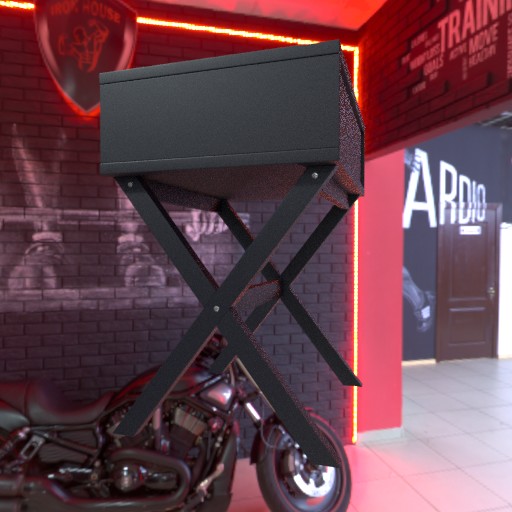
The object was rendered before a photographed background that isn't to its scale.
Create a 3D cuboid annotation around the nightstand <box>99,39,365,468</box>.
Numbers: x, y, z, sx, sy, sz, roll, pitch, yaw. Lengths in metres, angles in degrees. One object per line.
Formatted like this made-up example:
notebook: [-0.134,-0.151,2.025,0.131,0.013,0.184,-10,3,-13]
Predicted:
nightstand: [0.000,0.000,0.919,0.402,0.623,0.479,0,1,18]
